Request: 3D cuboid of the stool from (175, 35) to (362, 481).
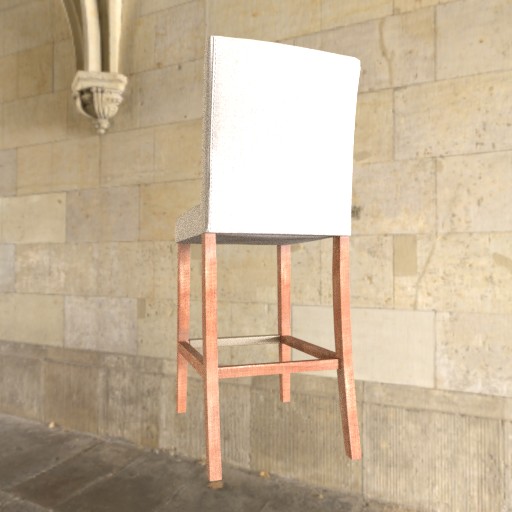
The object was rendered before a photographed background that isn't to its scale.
[{"bbox_3d":[0.000,0.000,1.386,0.439,1.088,0.570,0,-1,-18],"label":"stool"}]
